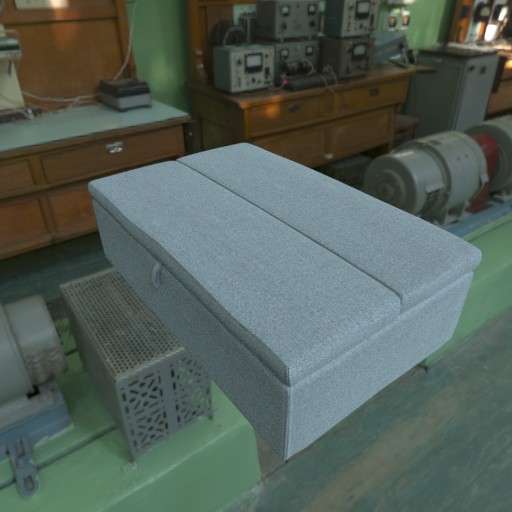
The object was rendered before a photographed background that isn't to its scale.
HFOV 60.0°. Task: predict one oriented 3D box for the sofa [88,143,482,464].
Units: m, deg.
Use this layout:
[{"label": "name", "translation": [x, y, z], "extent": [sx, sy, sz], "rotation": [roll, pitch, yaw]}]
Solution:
[{"label": "sofa", "translation": [0.000, 0.000, 1.649], "extent": [0.817, 0.434, 1.250], "rotation": [-23, 39, -30]}]
